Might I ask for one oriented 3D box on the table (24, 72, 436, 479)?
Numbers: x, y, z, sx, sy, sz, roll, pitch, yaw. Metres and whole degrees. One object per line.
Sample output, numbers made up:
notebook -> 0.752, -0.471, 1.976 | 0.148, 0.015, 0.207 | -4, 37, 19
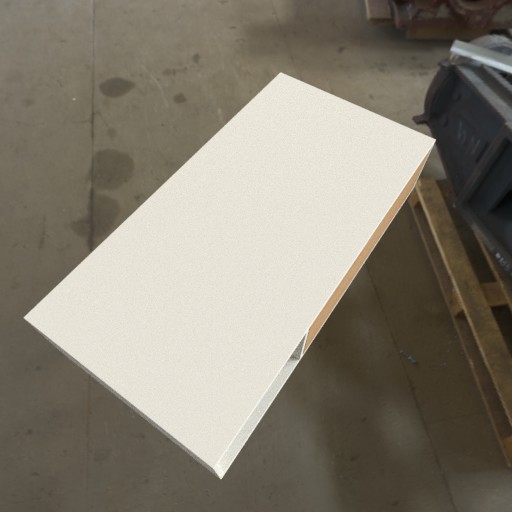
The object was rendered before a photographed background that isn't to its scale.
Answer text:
table -> 0.000, 0.000, 1.474 | 0.609, 0.432, 1.194 | 31, 63, 17
